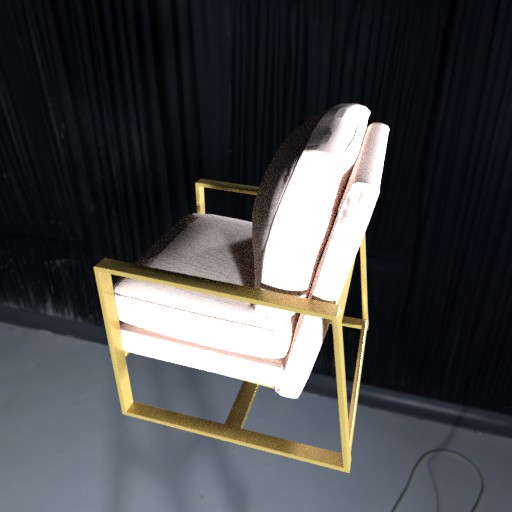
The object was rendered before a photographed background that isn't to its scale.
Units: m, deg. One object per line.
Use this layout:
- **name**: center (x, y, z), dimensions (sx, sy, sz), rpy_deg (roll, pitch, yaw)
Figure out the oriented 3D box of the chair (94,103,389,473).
- **chair**: center (0.000, 0.000, 1.511), dimensions (0.813, 0.956, 0.758), rpy_deg (8, 30, 15)
